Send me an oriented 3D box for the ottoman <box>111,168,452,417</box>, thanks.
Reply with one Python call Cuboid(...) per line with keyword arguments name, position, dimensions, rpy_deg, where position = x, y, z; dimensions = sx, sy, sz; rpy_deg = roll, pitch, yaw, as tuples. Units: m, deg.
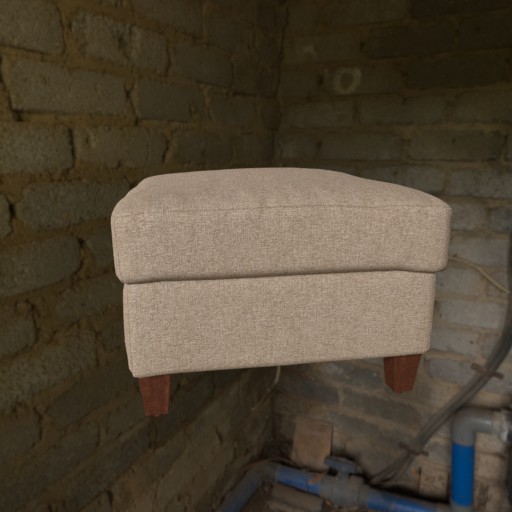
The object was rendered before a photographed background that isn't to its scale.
Cuboid(name="ottoman", position=(0.000, 0.000, 1.303), dimensions=(0.692, 0.511, 0.889), rpy_deg=(-2, 14, -9))
